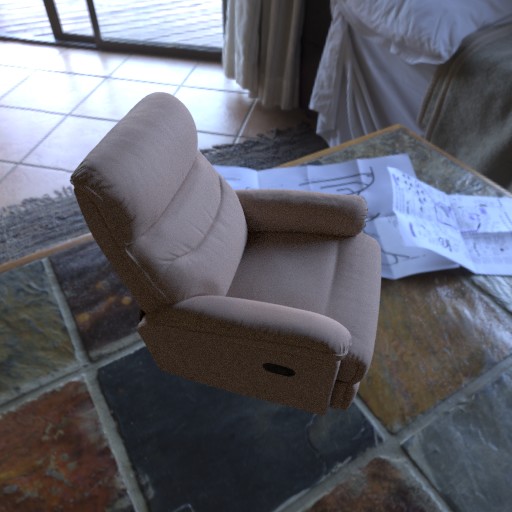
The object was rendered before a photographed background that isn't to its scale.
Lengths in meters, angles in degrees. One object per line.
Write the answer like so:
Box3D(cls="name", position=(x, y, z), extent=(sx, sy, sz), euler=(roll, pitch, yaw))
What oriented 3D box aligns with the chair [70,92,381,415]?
Box3D(cls="chair", position=(0.000, 0.000, 1.735), extent=(1.004, 1.037, 0.820), euler=(10, 46, 10))
